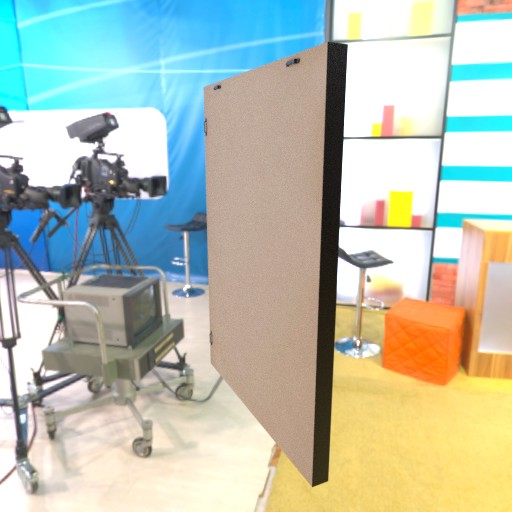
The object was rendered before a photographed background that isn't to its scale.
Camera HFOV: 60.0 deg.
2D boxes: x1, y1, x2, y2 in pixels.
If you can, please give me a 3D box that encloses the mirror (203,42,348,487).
[{"bbox_3d":[0.000,0.000,0.911,0.039,0.710,0.507,-7,15,-25],"label":"mirror"}]
